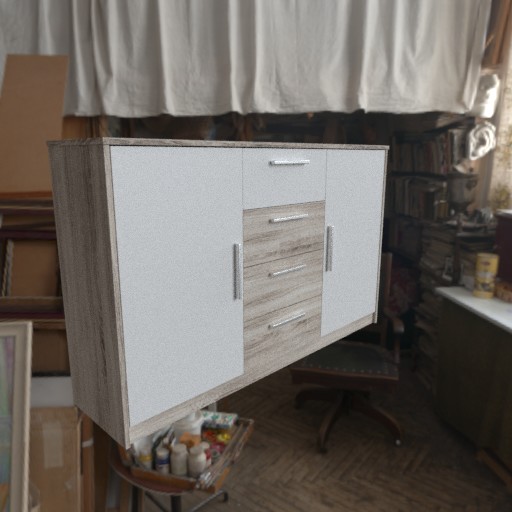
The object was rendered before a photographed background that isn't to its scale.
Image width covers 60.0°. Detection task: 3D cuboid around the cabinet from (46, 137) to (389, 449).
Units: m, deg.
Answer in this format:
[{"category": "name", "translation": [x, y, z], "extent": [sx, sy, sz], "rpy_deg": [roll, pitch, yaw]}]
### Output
[{"category": "cabinet", "translation": [0.000, 0.000, 1.833], "extent": [0.380, 0.900, 1.450], "rpy_deg": [12, 18, 43]}]
